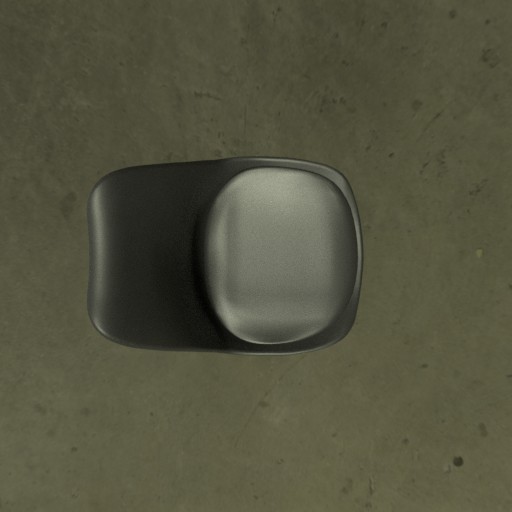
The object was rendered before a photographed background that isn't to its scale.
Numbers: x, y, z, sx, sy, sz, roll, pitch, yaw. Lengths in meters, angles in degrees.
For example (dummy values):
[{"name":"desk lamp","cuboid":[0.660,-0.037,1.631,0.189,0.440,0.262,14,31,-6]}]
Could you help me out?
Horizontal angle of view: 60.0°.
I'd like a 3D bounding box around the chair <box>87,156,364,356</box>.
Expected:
[{"name":"chair","cuboid":[0.000,0.000,1.149,0.550,0.850,0.485,0,90,1]}]
